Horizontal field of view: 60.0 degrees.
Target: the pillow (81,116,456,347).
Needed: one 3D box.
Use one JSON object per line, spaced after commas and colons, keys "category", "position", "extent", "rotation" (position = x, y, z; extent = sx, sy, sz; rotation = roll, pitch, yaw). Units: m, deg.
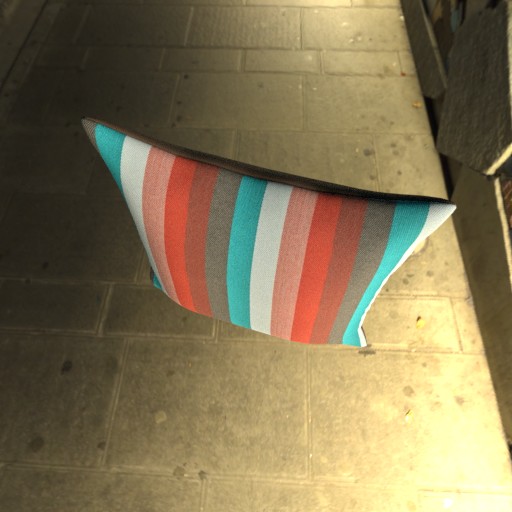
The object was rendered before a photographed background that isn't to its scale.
{"category": "pillow", "position": [0.000, 0.000, 0.699], "extent": [0.453, 0.443, 0.168], "rotation": [15, 60, 9]}
